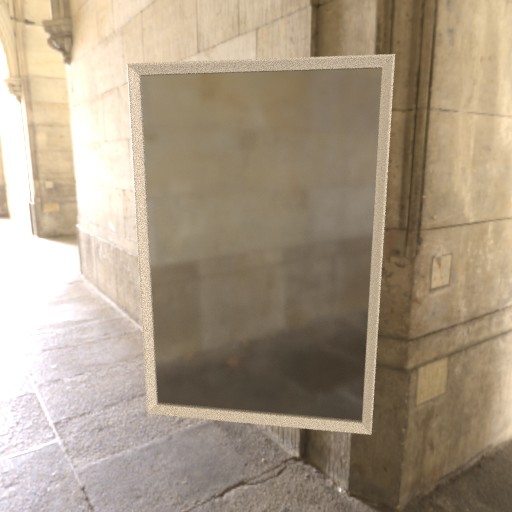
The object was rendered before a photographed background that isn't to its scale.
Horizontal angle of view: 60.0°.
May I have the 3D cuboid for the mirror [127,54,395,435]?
[{"bbox_3d":[0.000,0.000,1.113,0.609,0.915,0.041,2,12,9],"label":"mirror"}]
